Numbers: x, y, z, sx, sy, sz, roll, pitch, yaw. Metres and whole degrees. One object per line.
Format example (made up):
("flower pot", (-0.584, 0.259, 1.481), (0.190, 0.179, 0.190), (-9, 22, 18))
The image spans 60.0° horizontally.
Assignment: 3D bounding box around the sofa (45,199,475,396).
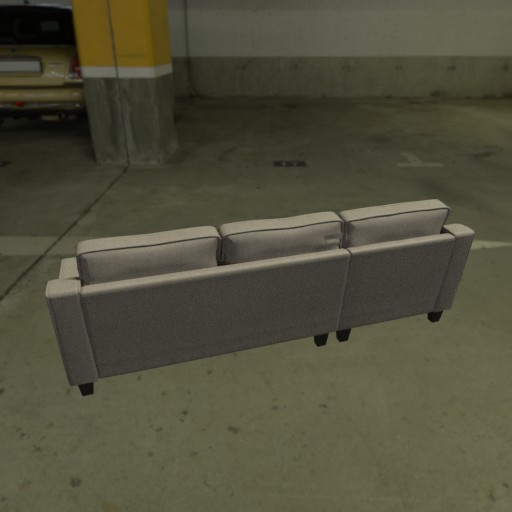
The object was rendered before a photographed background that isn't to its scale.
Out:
("sofa", (0.000, 0.000, 3.161), (2.561, 0.928, 1.294), (-8, 27, -16))
